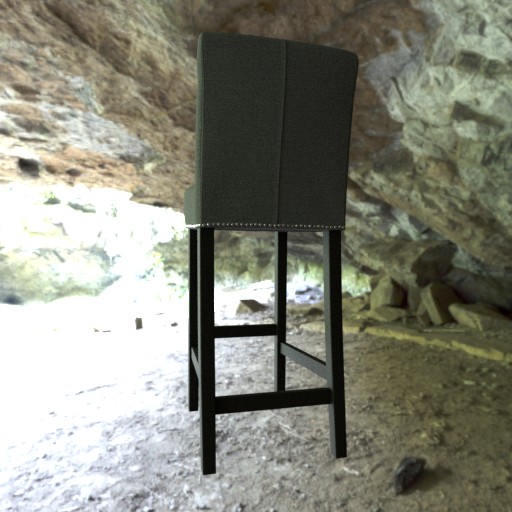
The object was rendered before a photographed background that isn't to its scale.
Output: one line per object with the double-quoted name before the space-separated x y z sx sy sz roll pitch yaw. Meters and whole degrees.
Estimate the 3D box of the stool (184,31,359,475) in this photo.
"stool" 0.000 0.000 1.306 0.411 1.047 0.548 0 -1 -15
